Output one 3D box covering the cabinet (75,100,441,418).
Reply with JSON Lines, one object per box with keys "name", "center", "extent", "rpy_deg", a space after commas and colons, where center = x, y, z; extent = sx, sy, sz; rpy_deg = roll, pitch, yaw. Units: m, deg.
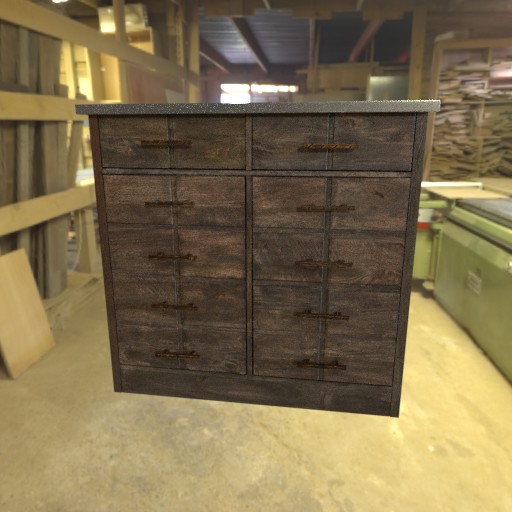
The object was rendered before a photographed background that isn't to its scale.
{"name": "cabinet", "center": [0.000, 0.000, 1.435], "extent": [0.968, 0.919, 0.338], "rpy_deg": [2, 15, 8]}
